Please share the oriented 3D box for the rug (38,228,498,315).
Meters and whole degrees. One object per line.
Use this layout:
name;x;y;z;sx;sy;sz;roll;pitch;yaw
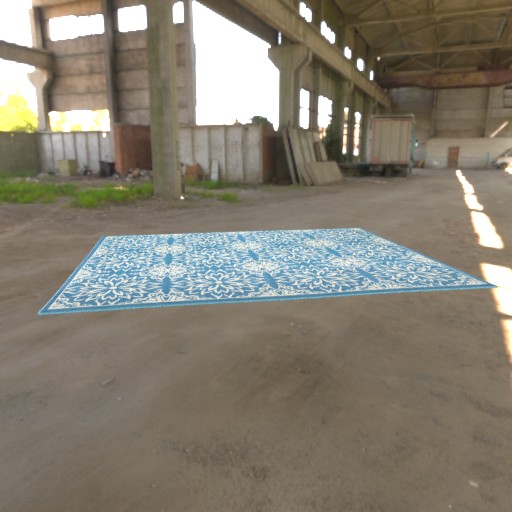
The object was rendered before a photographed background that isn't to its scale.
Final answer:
rug;0.000;0.000;3.916;2.964;0.018;2.350;-2;14;-10
